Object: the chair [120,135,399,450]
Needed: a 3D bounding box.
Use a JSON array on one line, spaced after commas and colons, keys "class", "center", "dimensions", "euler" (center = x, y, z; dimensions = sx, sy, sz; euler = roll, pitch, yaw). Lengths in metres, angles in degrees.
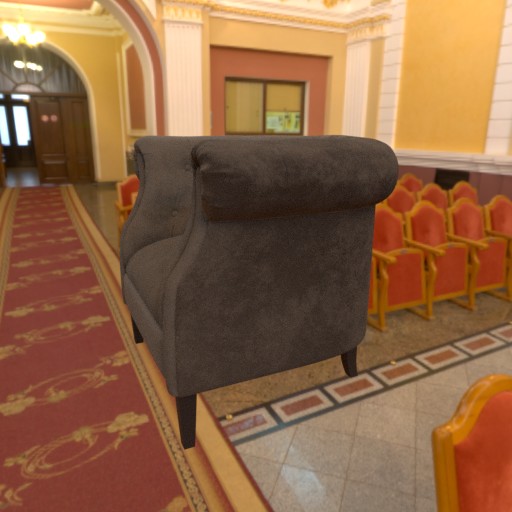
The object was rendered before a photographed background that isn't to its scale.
[{"class": "chair", "center": [0.000, 0.000, 1.575], "dimensions": [0.851, 0.826, 0.904], "euler": [-7, 18, -24]}]
